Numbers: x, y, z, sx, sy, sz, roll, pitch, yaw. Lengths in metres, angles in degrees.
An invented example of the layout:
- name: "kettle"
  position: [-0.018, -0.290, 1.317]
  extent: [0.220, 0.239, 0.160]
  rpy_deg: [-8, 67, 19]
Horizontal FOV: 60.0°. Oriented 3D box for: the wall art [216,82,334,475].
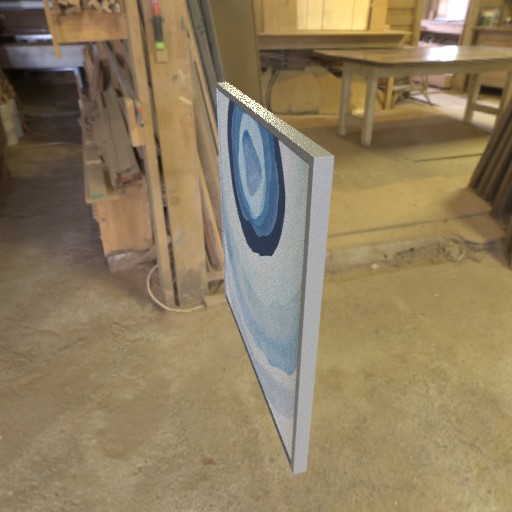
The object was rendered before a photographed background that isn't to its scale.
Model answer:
- name: "wall art"
  position: [0.000, 0.000, 1.248]
  extent: [0.038, 0.807, 0.809]
  rpy_deg: [-8, 30, -14]
